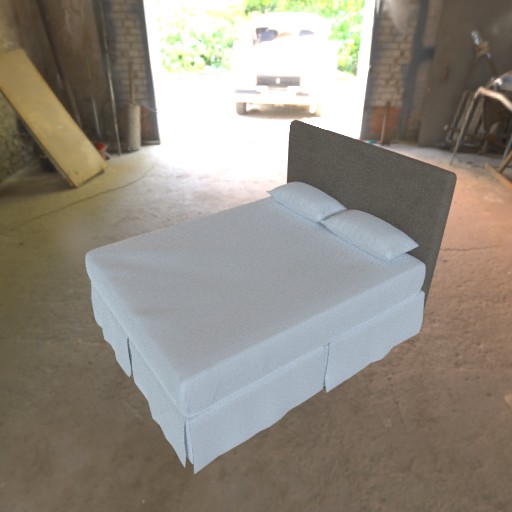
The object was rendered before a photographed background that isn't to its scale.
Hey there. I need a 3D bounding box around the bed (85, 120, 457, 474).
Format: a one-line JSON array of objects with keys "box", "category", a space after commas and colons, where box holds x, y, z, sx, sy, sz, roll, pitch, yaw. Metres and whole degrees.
[{"box": [0.000, 0.000, 3.243, 2.142, 1.330, 1.723, -20, 37, -29], "category": "bed"}]
